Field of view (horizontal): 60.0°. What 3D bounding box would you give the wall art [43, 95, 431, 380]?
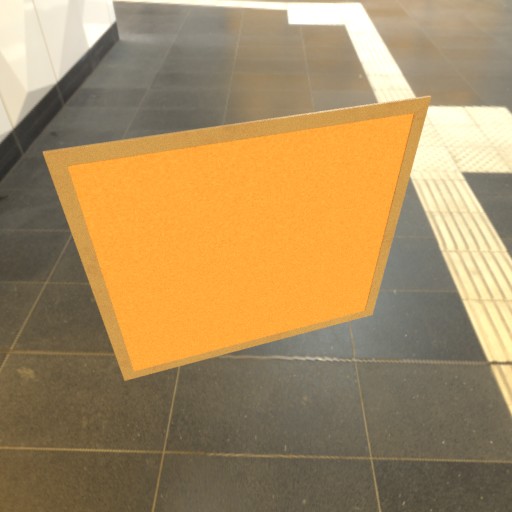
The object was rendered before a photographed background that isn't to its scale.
[{"bbox_3d":[0.000,0.000,1.647,1.168,1.067,0.025,-12,44,-13],"label":"wall art"}]
